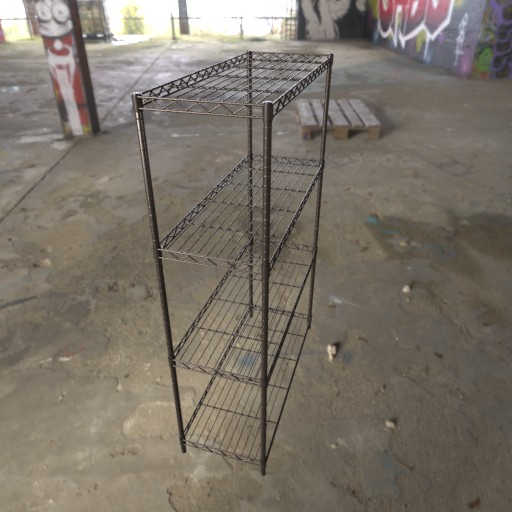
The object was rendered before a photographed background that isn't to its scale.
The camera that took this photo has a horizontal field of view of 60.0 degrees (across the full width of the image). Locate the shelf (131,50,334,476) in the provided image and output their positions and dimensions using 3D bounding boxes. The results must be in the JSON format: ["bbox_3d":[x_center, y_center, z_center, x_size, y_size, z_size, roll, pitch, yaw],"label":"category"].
[{"bbox_3d":[0.000,0.000,1.730,0.352,1.361,0.907,9,32,15],"label":"shelf"}]
